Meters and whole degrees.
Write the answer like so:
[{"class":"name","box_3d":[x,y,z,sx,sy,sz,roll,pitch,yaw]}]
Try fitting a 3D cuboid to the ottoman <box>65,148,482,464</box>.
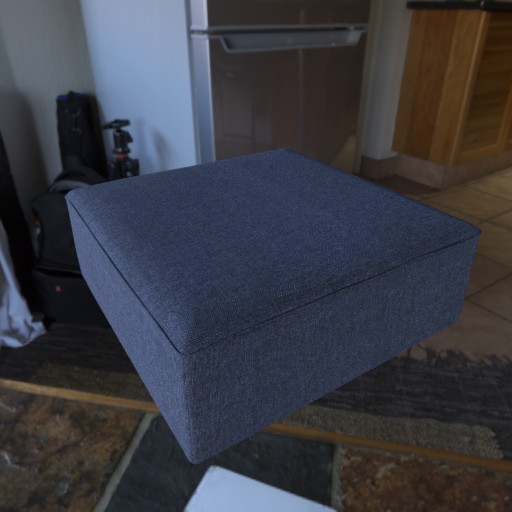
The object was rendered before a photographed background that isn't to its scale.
[{"class":"ottoman","box_3d":[0.000,0.000,1.542,1.017,0.423,1.023,-18,34,-28]}]
